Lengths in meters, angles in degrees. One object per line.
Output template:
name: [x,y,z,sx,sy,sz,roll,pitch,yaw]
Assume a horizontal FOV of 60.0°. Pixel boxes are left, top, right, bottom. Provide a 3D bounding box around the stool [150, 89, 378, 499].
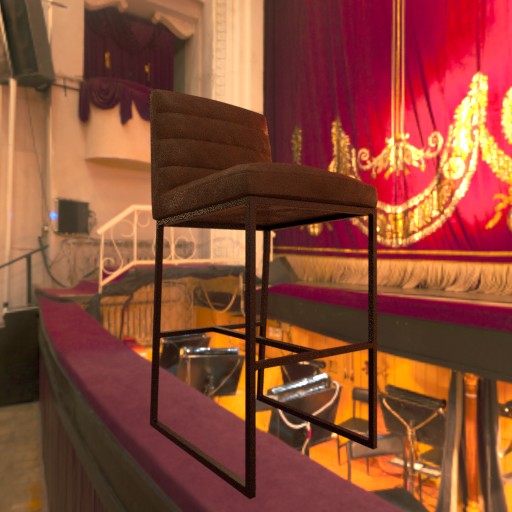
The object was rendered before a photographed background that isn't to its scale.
stool: [0.000,0.000,1.315,0.463,1.065,0.562,0,0,-37]
